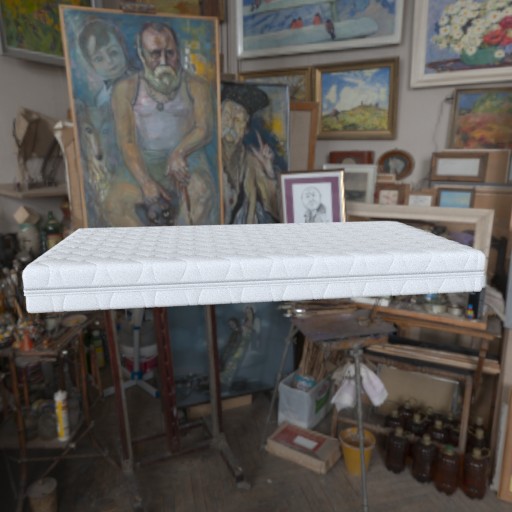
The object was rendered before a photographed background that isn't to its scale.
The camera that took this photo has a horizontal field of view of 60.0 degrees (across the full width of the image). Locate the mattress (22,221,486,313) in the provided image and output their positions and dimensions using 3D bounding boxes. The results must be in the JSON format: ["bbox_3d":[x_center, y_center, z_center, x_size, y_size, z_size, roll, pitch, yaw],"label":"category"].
[{"bbox_3d":[0.000,0.000,2.326,2.000,0.200,0.900,-2,14,-8],"label":"mattress"}]
